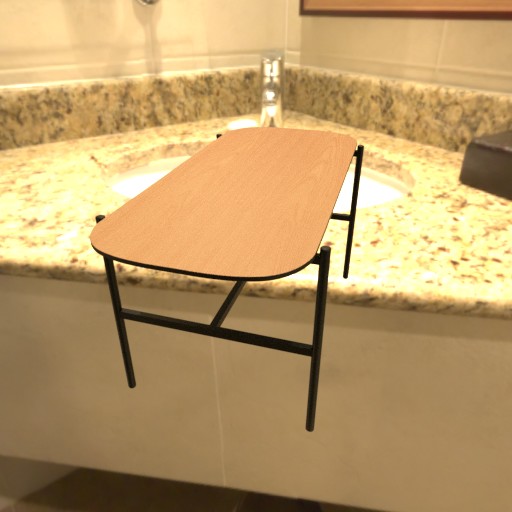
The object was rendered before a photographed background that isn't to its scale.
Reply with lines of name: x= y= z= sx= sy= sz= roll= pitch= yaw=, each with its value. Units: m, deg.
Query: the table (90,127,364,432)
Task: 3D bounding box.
table: x=0.000 y=0.000 z=1.033 sx=0.400 sy=0.400 sz=0.800 roll=9 pitch=31 yaw=15
